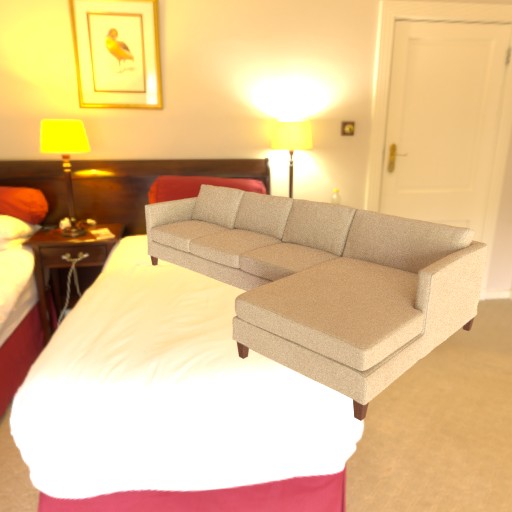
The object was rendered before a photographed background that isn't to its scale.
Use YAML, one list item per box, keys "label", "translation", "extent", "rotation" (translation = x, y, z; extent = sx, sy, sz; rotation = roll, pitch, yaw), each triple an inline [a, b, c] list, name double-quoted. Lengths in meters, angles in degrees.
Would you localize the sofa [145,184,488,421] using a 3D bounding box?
- label: "sofa"
  translation: [0.000, 0.000, 3.822]
  extent: [1.625, 0.846, 3.186]
  rotation: [-16, 23, -43]
